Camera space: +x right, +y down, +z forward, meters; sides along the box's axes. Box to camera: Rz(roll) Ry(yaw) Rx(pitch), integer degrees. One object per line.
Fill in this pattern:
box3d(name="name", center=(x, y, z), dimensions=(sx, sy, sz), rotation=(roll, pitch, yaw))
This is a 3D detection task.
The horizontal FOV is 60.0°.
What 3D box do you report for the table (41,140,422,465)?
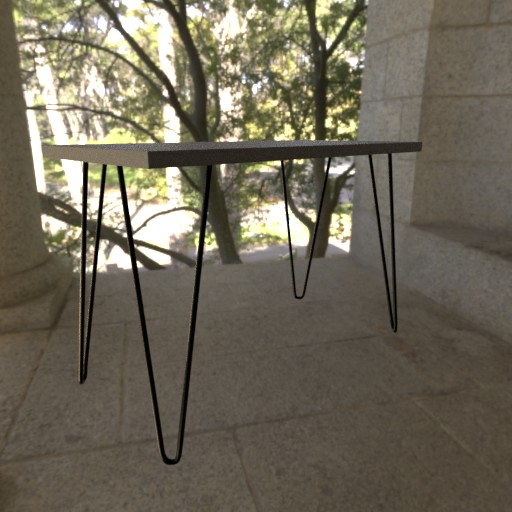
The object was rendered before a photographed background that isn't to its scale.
box3d(name="table", center=(0.000, 0.000, 1.340), dimensions=(0.991, 0.660, 0.499), rotation=(-15, 21, -42))
